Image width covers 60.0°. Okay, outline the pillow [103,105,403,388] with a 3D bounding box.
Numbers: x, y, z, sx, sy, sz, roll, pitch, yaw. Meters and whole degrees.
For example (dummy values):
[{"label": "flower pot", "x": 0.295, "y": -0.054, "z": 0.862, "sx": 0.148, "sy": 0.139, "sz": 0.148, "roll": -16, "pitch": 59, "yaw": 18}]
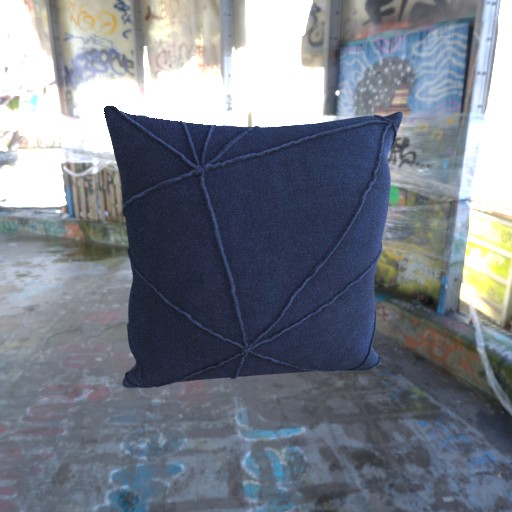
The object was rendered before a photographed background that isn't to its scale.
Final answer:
[{"label": "pillow", "x": 0.000, "y": 0.000, "z": 0.685, "sx": 0.439, "sy": 0.440, "sz": 0.183, "roll": -2, "pitch": 17, "yaw": -7}]
